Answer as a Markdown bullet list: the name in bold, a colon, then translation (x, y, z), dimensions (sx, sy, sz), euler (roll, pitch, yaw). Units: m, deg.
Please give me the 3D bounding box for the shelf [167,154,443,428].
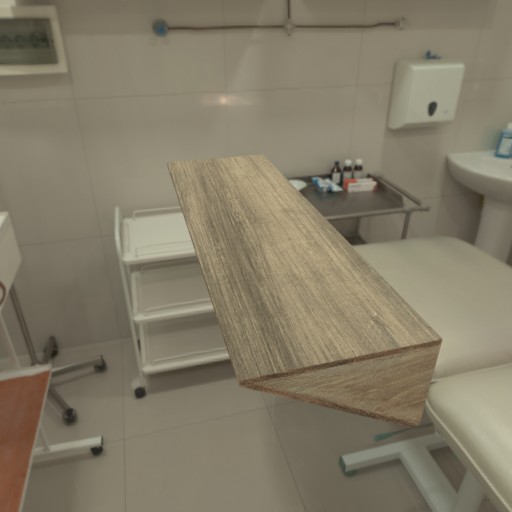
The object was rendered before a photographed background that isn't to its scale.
- **shelf**: translation (0.000, 0.000, 0.684), dimensions (0.200, 0.125, 0.610), euler (-8, 31, -13)
